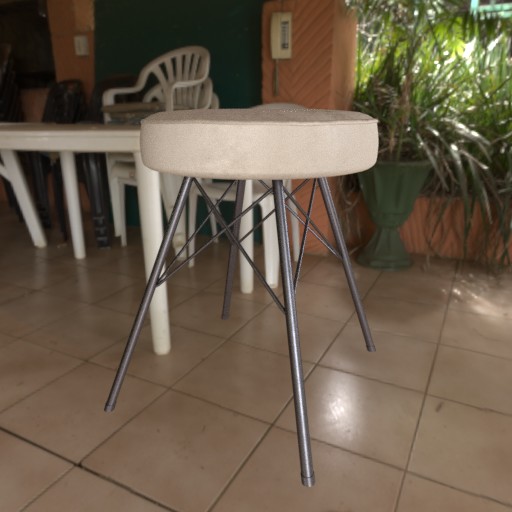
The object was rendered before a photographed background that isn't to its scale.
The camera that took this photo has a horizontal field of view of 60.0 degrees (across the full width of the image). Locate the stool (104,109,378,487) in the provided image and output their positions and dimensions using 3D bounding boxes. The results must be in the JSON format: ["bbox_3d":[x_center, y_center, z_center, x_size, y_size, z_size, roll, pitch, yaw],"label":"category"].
[{"bbox_3d":[0.000,0.000,0.858,0.423,0.538,0.457,8,20,25],"label":"stool"}]
